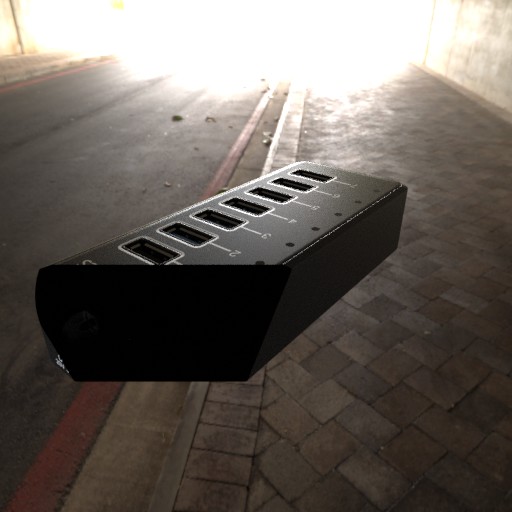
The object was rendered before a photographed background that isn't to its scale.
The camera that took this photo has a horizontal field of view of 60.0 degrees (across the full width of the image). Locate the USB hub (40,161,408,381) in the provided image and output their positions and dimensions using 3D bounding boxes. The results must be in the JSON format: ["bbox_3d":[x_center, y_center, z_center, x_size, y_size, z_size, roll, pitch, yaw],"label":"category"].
[{"bbox_3d":[0.000,0.000,0.127,0.044,0.023,0.110,22,36,34],"label":"USB hub"}]
